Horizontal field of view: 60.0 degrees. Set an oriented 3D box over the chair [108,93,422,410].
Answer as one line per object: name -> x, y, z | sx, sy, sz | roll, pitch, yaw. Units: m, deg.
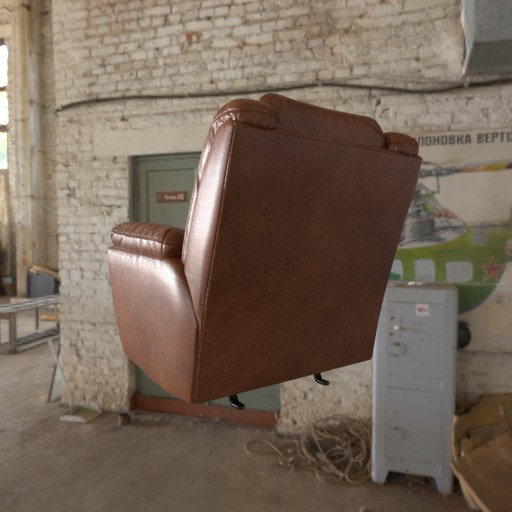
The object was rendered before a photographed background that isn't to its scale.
chair -> 0.000, 0.000, 1.922 | 0.990, 1.093, 1.041 | -2, 3, -37
